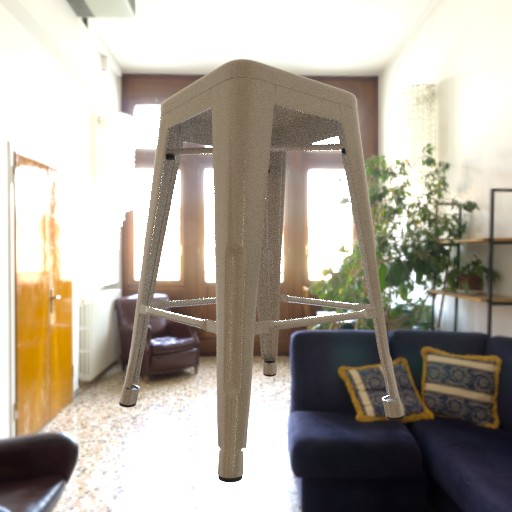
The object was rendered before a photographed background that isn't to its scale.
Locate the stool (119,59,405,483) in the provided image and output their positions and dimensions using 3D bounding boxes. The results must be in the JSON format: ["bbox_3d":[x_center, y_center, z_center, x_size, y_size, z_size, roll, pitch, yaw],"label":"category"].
[{"bbox_3d":[0.000,0.000,0.866,0.406,0.610,0.406,0,0,-37],"label":"stool"}]
